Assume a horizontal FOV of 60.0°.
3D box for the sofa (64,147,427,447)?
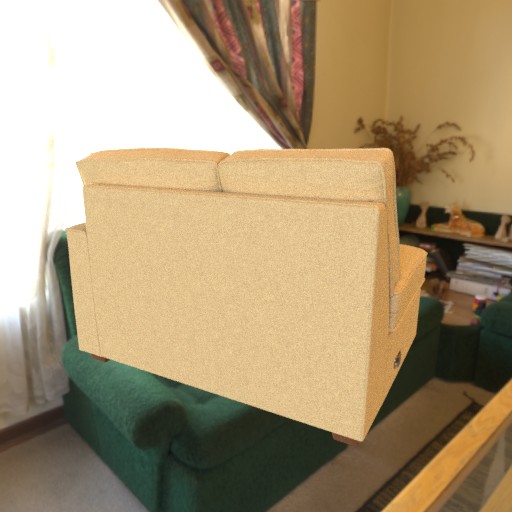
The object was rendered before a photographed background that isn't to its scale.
[{"bbox_3d":[0.000,0.000,2.047,1.388,0.989,0.991,8,17,28],"label":"sofa"}]
